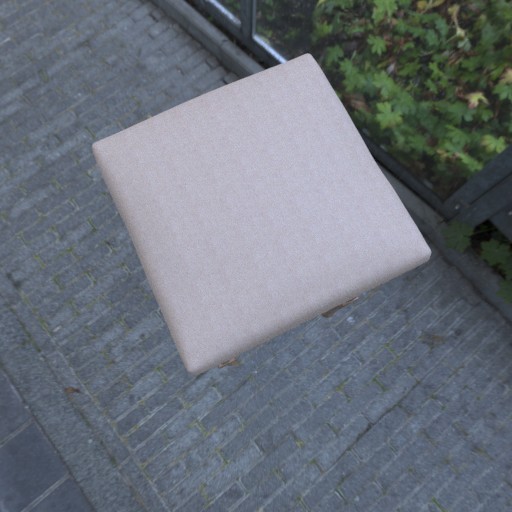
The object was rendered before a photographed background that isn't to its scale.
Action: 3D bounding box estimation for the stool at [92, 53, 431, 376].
[{"bbox_3d":[0.000,0.000,0.973,0.383,0.768,0.382,-25,77,-6],"label":"stool"}]
